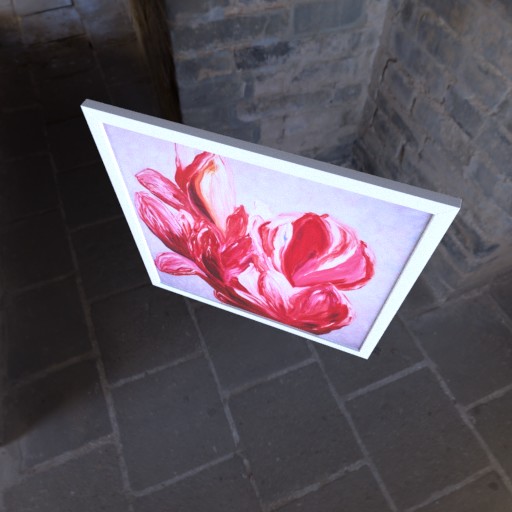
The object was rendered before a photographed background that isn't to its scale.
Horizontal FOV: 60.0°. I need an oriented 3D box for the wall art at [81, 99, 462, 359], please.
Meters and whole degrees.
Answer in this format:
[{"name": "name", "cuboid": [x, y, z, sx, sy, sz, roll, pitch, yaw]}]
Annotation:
[{"name": "wall art", "cuboid": [0.000, 0.000, 1.012, 0.664, 0.661, 0.020, 18, 59, 11]}]
